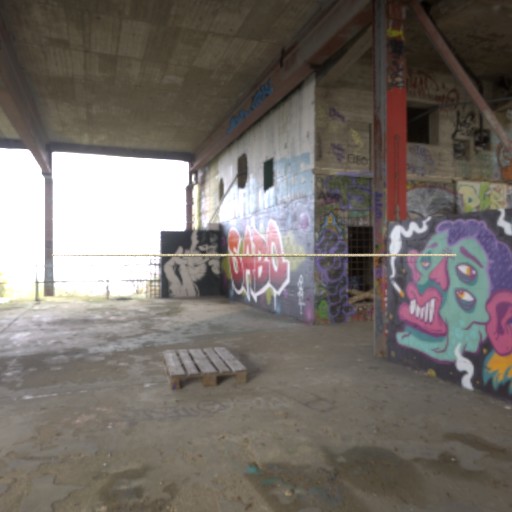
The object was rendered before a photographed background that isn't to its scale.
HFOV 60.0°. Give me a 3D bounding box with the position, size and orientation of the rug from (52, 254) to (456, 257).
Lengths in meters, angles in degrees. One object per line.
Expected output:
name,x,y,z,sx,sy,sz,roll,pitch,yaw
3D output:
rug,0.000,0.000,2.121,1.143,0.006,1.747,0,0,0
